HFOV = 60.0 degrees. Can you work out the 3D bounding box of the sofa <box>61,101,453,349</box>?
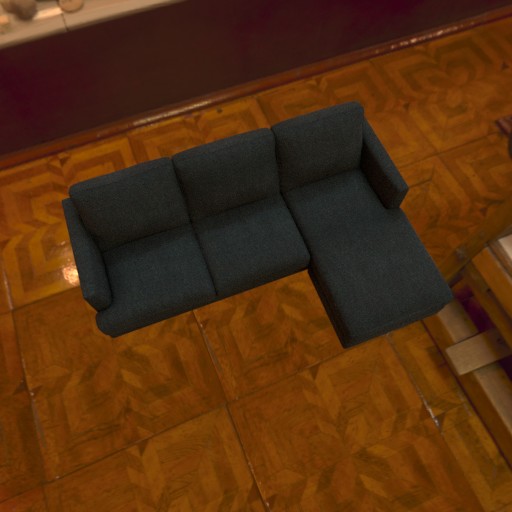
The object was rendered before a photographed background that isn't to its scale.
[{"bbox_3d":[0.000,0.000,3.006,2.233,0.956,1.504,-19,66,-9],"label":"sofa"}]
